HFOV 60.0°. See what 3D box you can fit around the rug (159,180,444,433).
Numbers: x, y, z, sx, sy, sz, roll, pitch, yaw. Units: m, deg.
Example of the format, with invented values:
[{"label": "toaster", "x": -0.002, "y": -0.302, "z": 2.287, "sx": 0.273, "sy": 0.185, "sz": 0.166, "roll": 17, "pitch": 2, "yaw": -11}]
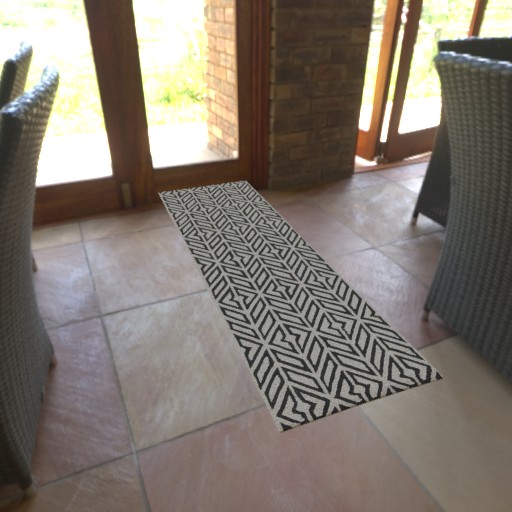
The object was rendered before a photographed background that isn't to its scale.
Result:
[{"label": "rug", "x": 0.000, "y": 0.000, "z": 2.712, "sx": 0.750, "sy": 0.009, "sz": 2.435, "roll": -11, "pitch": 32, "yaw": -18}]
